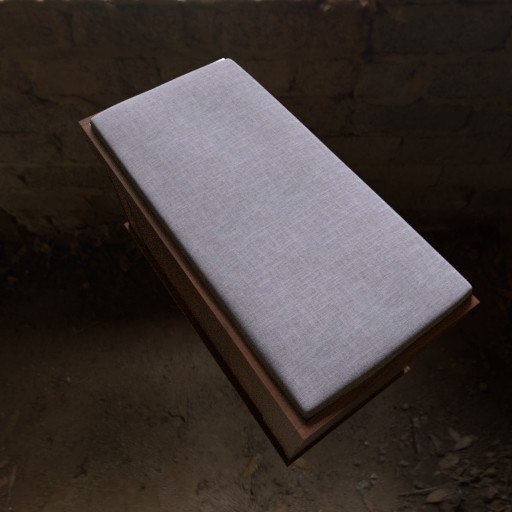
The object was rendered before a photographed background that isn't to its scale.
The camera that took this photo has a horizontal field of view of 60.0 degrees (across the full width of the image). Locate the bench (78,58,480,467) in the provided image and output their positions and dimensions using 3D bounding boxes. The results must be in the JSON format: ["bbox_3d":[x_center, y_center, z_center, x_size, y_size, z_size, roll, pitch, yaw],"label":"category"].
[{"bbox_3d":[0.000,0.000,0.969,0.362,0.461,0.734,-31,64,-17],"label":"bench"}]
